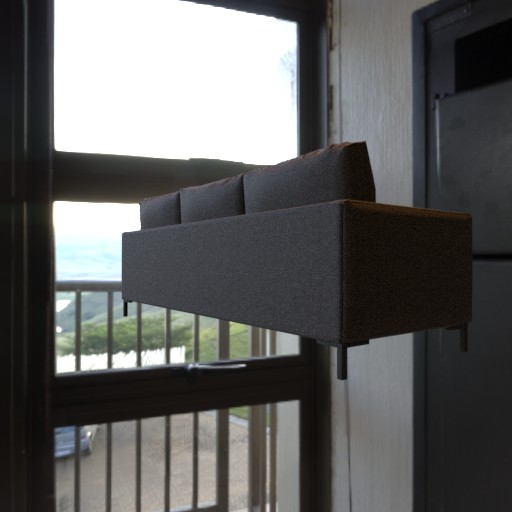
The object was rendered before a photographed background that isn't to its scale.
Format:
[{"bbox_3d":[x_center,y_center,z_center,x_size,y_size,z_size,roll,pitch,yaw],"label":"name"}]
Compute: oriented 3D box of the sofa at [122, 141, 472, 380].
[{"bbox_3d":[0.000,0.000,2.662,0.876,0.882,2.253,0,-1,-36],"label":"sofa"}]
